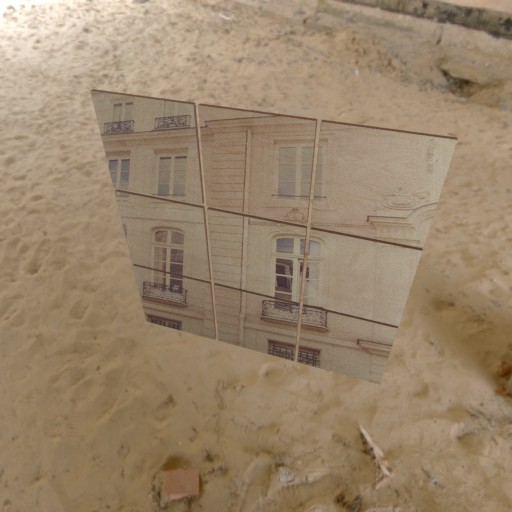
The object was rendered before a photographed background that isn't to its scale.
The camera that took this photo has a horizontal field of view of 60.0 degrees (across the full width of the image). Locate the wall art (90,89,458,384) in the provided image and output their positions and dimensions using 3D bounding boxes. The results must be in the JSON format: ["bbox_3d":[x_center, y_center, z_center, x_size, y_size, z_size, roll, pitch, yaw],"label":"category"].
[{"bbox_3d":[0.000,0.000,1.815,1.221,1.218,0.024,12,42,14],"label":"wall art"}]
